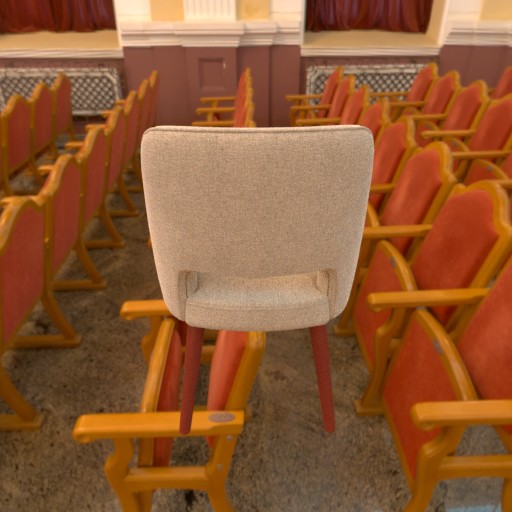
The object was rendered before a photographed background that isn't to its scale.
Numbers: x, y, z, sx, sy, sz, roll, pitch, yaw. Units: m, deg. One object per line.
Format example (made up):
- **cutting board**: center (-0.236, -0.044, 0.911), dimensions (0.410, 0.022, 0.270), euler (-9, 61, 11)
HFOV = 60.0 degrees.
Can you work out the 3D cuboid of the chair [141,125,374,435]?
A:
- **chair**: center (0.000, 0.000, 1.229), dimensions (0.548, 0.849, 0.605), euler (-1, 31, -1)
